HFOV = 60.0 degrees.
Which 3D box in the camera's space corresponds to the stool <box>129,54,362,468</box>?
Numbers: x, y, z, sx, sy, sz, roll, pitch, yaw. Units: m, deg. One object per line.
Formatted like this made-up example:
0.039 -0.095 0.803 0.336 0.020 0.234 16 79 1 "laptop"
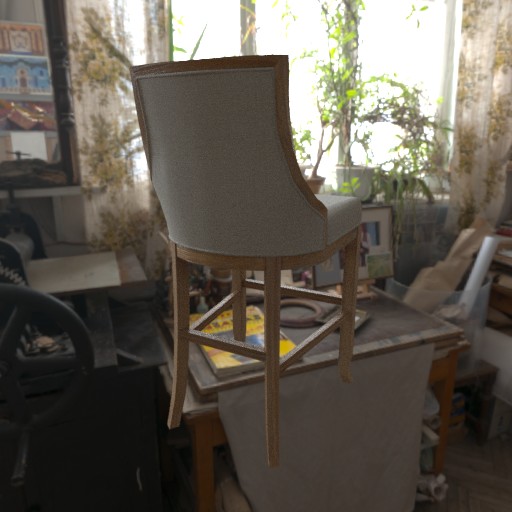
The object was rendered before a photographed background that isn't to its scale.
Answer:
0.000 0.000 1.426 0.524 1.101 0.626 8 18 27 "stool"
